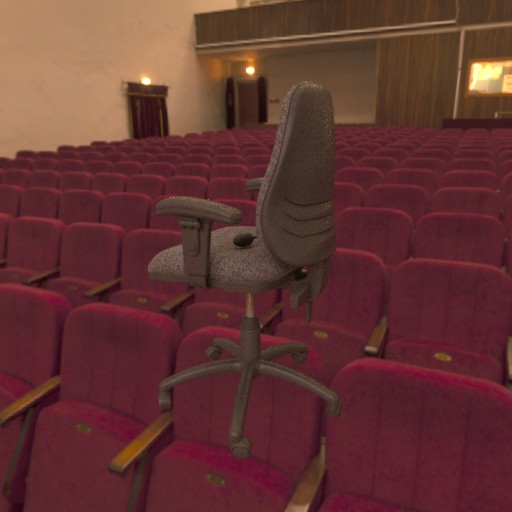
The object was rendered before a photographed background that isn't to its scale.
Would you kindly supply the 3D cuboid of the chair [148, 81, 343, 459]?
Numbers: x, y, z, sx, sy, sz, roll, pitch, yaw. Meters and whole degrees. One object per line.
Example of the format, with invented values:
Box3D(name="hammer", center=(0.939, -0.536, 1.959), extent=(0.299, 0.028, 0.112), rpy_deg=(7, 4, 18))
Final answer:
Box3D(name="chair", center=(0.000, 0.000, 1.258), extent=(0.530, 0.910, 0.550), rpy_deg=(8, 18, 25))
